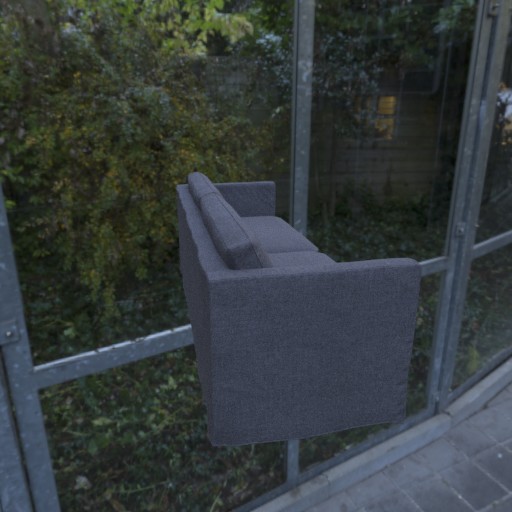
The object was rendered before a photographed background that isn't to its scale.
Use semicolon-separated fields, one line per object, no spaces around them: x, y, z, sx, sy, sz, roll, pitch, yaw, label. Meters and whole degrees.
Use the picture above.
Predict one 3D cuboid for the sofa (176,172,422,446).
0.000;0.000;3.303;1.036;0.998;2.779;-4;18;-12;sofa
